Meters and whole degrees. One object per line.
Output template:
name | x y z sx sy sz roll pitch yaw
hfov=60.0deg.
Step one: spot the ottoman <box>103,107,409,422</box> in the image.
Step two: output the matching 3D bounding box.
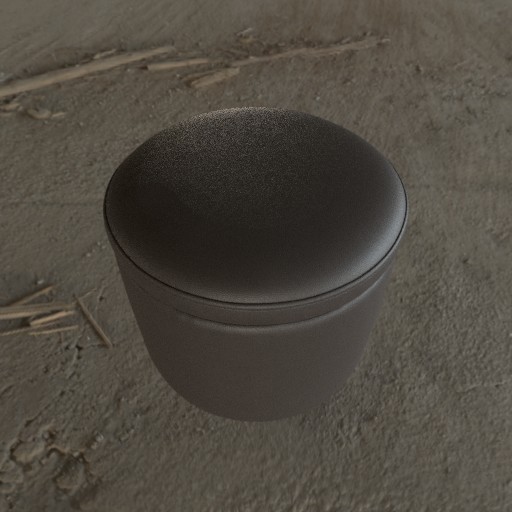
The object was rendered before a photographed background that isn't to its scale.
ottoman | 0.000 0.000 0.860 0.500 0.409 0.500 0 47 0
